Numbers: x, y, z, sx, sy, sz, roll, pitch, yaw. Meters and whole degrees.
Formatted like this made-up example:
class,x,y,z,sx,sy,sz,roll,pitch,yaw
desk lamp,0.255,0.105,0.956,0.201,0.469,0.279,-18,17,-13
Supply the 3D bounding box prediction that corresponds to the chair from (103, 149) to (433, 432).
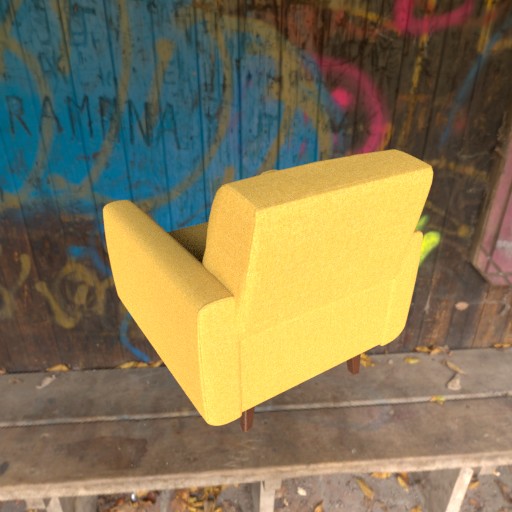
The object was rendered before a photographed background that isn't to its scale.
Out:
class,x,y,z,sx,sy,sz,roll,pitch,yaw
chair,0.000,0.000,1.585,0.831,0.841,0.909,-17,33,-28
